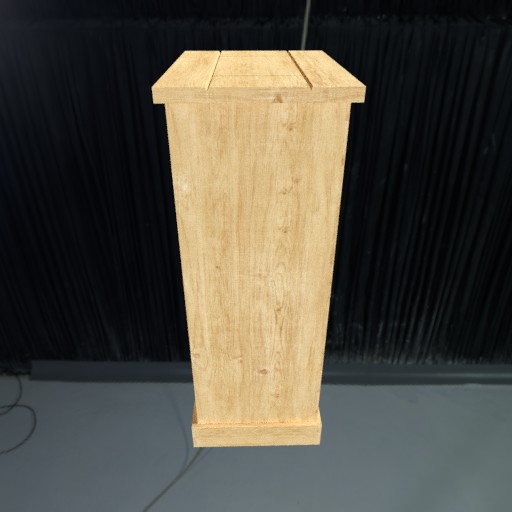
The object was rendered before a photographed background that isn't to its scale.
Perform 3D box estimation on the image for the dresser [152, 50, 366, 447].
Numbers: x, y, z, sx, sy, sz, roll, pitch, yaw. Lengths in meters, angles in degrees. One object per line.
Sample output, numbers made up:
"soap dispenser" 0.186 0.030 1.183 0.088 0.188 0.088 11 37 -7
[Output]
"dresser" 0.000 0.000 1.303 0.390 1.041 0.531 -1 31 -1
